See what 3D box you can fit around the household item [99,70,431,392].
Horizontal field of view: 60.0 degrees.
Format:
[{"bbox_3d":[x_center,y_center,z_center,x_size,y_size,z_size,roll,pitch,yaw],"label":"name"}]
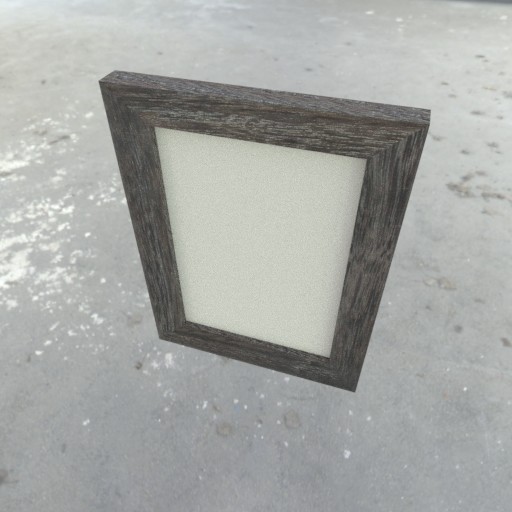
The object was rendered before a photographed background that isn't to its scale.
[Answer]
[{"bbox_3d":[0.000,0.000,0.282,0.160,0.210,0.020,12,43,13],"label":"household item"}]
